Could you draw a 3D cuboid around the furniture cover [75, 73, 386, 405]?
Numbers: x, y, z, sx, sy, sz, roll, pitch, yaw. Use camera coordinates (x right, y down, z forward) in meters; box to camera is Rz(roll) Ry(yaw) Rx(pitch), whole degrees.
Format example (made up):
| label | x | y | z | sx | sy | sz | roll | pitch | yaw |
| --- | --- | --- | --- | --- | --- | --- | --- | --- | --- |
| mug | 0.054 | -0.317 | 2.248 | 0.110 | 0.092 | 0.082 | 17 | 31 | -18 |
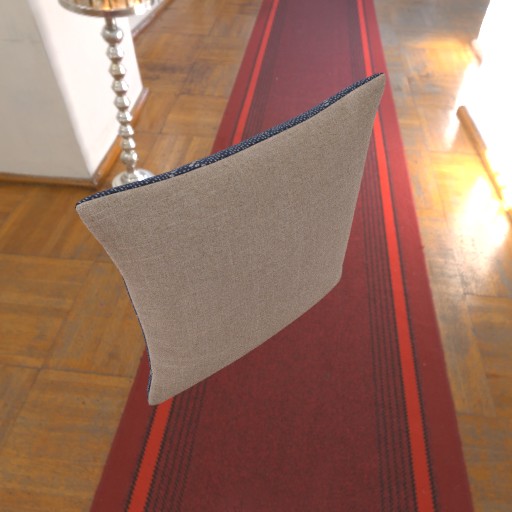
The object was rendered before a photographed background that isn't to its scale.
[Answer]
| label | x | y | z | sx | sy | sz | roll | pitch | yaw |
| --- | --- | --- | --- | --- | --- | --- | --- | --- | --- |
| furniture cover | 0.000 | 0.000 | 0.765 | 0.511 | 0.503 | 0.162 | -30 | 54 | -25 |
